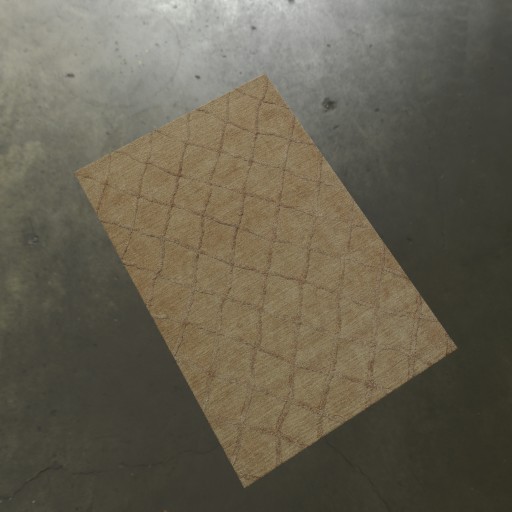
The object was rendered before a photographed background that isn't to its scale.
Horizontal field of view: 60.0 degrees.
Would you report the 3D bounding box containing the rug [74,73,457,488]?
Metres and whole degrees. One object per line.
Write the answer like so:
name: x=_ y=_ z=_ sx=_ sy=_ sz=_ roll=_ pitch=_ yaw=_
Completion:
rug: x=0.000 y=0.000 z=2.886 sx=1.528 sy=0.014 sz=2.292 roll=-30 pitch=77 yaw=-7
